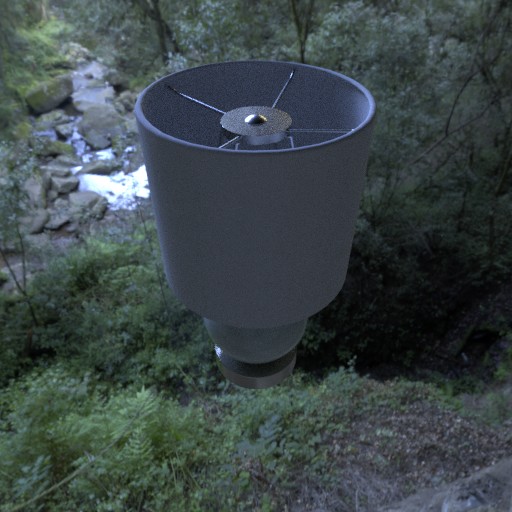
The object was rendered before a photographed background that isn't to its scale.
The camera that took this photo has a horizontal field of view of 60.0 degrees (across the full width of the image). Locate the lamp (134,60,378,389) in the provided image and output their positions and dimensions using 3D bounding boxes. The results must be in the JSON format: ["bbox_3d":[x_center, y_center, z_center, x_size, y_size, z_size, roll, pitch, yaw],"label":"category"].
[{"bbox_3d":[0.000,0.000,0.488,0.201,0.353,0.201,0,41,0],"label":"lamp"}]
